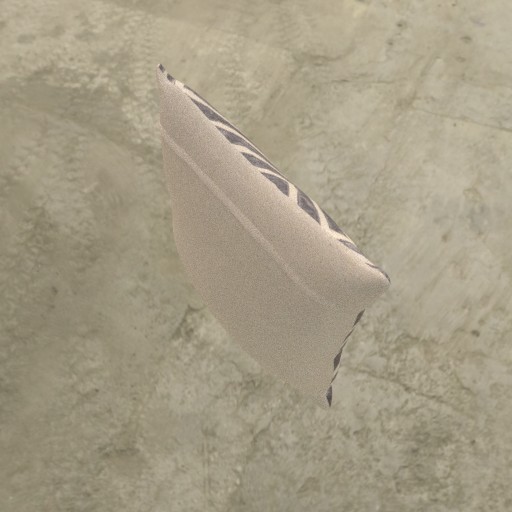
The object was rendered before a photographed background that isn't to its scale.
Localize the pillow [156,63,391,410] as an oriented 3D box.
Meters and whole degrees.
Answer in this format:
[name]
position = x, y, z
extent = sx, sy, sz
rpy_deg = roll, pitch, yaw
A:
[pillow]
position = 0.000, 0.000, 0.683
extent = 0.182, 0.441, 0.440
rpy_deg = -33, 63, -19
